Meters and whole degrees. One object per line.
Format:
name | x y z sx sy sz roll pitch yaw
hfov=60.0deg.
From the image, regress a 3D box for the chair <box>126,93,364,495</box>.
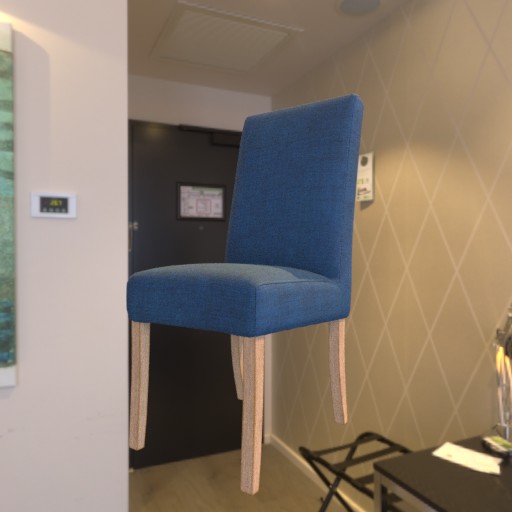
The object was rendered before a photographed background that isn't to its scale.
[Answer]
chair | 0.000 0.000 1.315 0.450 1.029 0.610 0 1 35
